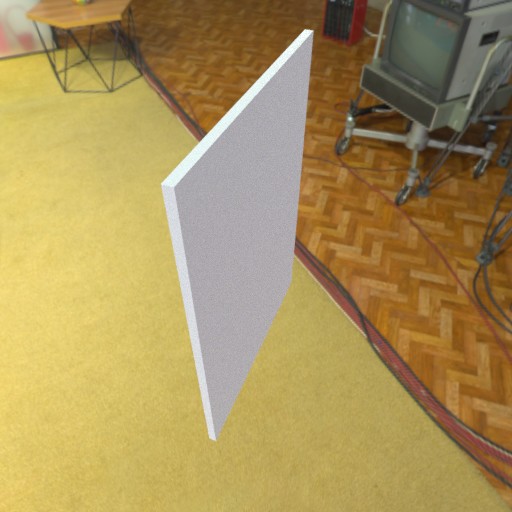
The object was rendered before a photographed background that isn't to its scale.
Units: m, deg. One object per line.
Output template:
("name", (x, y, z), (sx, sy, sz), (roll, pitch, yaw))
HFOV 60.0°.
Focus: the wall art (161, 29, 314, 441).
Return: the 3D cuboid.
("wall art", (0.000, 0.000, 0.681), (0.013, 0.533, 0.381), (17, 48, 16))
